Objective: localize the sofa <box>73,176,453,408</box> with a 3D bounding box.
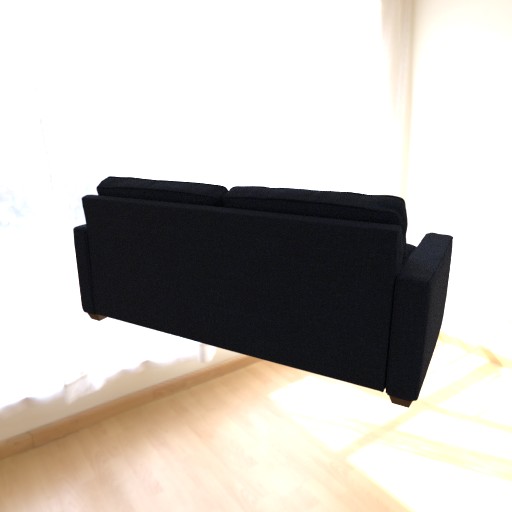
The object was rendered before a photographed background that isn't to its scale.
[{"bbox_3d":[0.000,0.000,2.621,2.080,0.919,0.940,9,19,27],"label":"sofa"}]
